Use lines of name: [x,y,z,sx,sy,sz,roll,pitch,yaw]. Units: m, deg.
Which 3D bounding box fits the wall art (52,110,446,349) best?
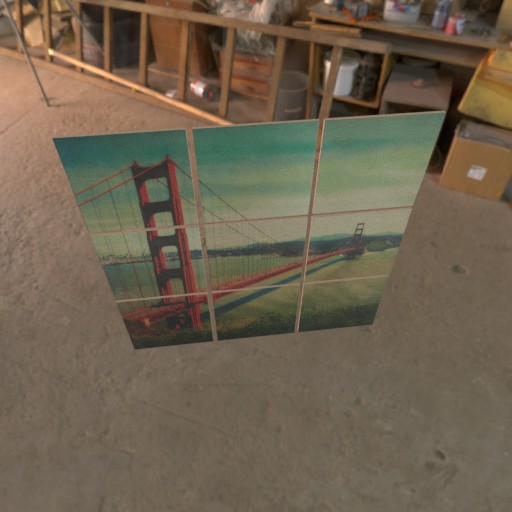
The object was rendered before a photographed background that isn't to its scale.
wall art: [0.000,0.000,2.260,1.519,1.507,0.014,-5,48,-5]
